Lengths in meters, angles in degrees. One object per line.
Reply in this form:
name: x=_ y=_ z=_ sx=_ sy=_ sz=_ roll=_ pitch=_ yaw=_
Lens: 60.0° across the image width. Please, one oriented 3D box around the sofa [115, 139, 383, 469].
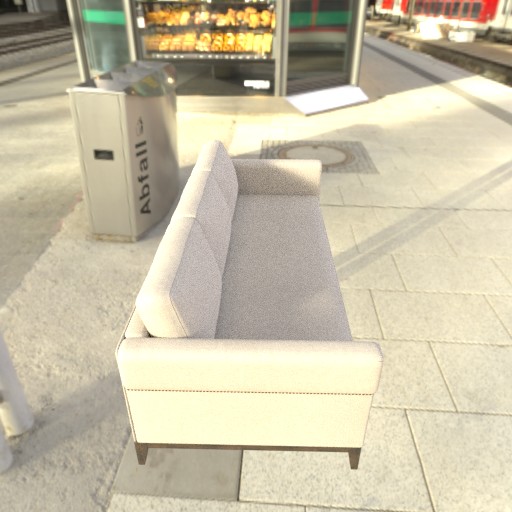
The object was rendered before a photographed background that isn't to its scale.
sofa: x=0.000 y=0.000 z=2.623 sx=0.959 sy=0.838 sz=2.210 roll=1 pitch=30 yaw=1
